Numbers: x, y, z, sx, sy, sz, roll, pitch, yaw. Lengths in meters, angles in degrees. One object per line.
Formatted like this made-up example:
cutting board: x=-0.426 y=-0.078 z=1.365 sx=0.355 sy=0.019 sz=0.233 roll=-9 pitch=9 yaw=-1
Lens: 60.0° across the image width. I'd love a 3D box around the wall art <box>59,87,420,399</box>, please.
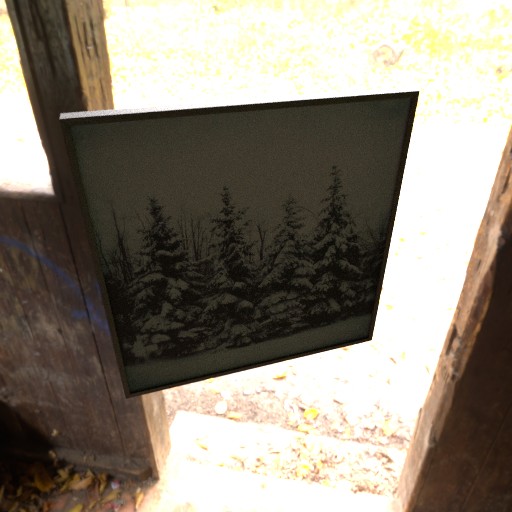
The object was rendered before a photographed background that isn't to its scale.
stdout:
wall art: x=0.000 y=0.000 z=1.117 sx=0.758 sy=0.758 sz=0.039 roll=-10 pitch=34 yaw=-15
